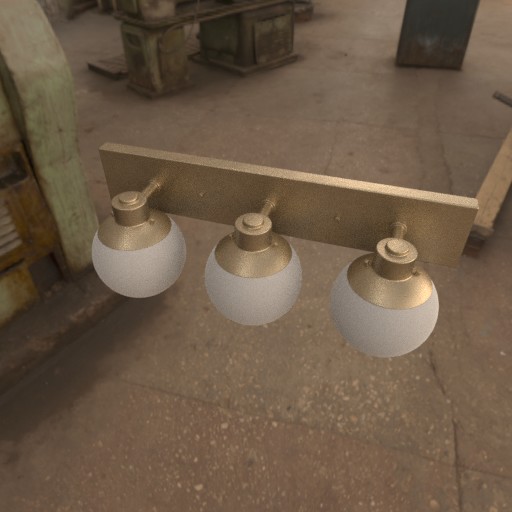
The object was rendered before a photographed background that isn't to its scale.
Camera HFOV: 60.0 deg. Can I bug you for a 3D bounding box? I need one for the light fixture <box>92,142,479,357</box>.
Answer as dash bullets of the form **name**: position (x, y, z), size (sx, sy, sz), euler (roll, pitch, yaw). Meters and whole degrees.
- **light fixture**: position (0.000, 0.000, 0.840), size (0.721, 0.263, 0.218), euler (11, 41, 14)
